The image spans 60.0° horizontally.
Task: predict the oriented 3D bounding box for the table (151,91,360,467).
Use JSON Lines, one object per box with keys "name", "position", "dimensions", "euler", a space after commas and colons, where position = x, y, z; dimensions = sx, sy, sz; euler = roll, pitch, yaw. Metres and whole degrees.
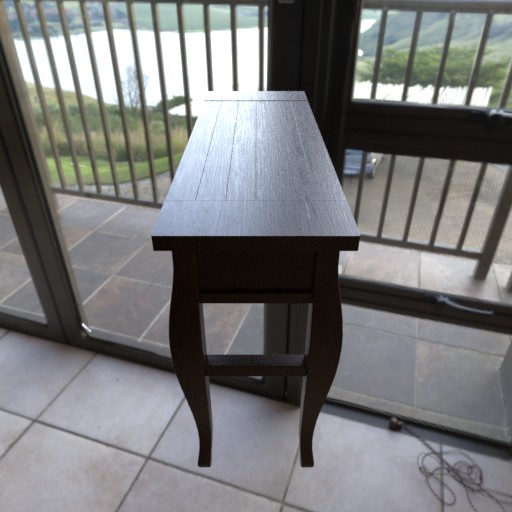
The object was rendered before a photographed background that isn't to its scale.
{"name": "table", "position": [0.000, 0.000, 1.406], "dimensions": [0.373, 0.768, 1.062], "euler": [0, 33, 0]}
